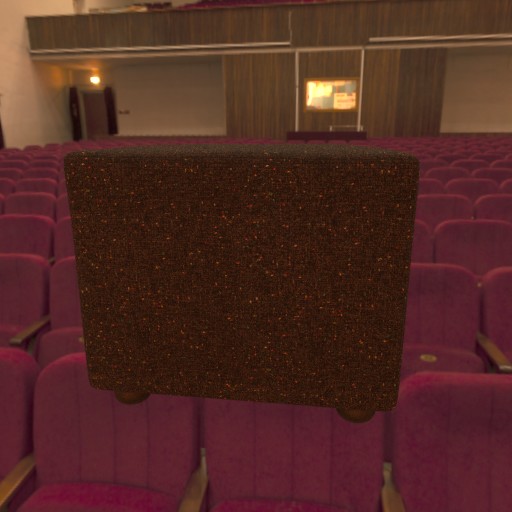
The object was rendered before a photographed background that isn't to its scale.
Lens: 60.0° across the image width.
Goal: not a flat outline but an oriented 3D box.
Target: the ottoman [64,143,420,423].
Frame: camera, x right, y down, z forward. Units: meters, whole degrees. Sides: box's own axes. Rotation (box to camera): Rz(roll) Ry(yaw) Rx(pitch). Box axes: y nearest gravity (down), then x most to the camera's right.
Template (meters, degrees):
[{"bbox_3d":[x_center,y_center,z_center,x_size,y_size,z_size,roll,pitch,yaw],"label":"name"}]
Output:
[{"bbox_3d":[0.000,0.000,0.882,0.508,0.432,0.508,2,15,7],"label":"ottoman"}]
